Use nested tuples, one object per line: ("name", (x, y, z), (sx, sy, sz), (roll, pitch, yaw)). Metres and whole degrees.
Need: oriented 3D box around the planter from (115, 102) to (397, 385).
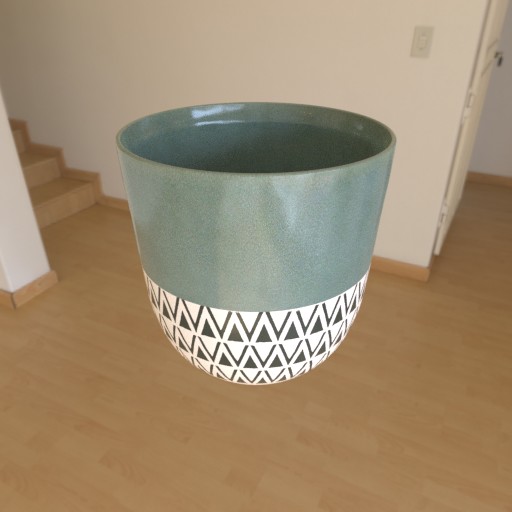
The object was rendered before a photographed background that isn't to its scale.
("planter", (0.000, 0.000, 0.376), (0.198, 0.214, 0.198), (0, 30, 0))
